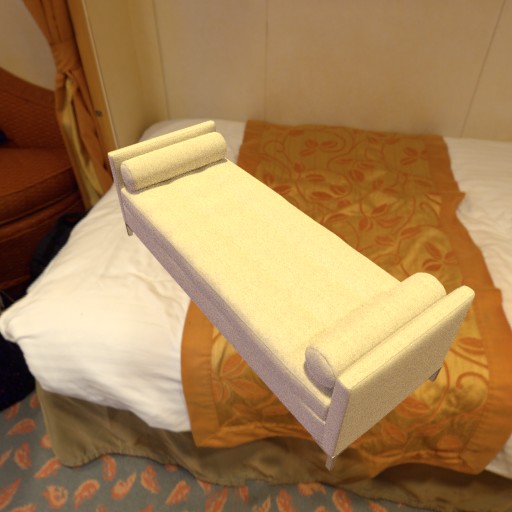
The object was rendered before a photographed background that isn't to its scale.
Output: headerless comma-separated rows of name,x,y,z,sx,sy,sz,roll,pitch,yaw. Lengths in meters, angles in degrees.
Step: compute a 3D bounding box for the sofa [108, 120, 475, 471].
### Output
sofa,0.000,0.000,2.525,0.797,0.655,2.102,-27,49,-27
